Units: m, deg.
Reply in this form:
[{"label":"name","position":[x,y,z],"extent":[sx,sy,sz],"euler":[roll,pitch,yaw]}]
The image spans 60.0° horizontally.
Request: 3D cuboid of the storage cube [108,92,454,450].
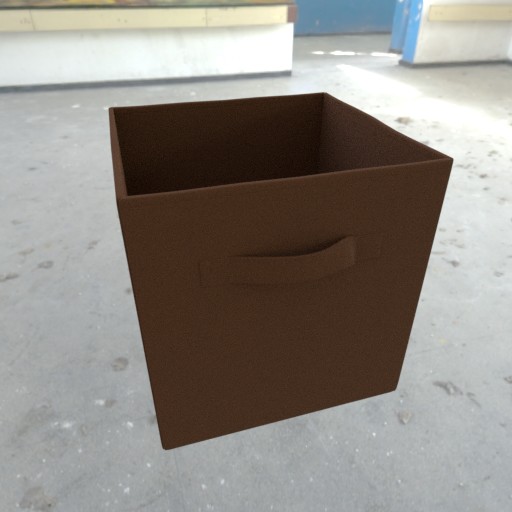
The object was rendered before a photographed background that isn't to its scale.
[{"label":"storage cube","position":[0.000,0.000,0.495],"extent":[0.270,0.280,0.270],"euler":[-9,34,-14]}]
